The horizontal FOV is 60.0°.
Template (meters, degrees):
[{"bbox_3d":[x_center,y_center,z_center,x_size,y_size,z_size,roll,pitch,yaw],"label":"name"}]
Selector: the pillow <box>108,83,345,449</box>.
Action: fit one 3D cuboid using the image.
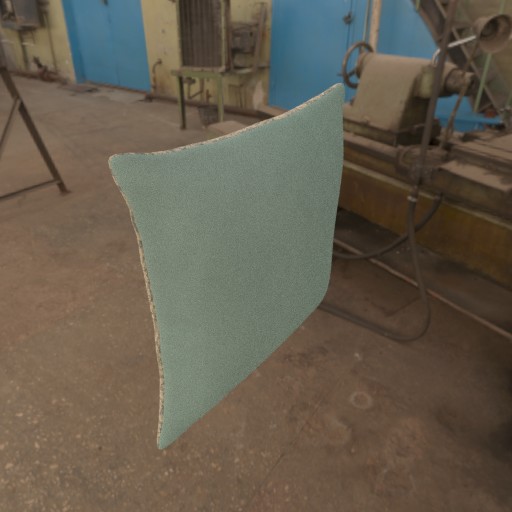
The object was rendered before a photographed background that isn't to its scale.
[{"bbox_3d":[0.000,0.000,0.781,0.166,0.507,0.526,22,38,31],"label":"pillow"}]
